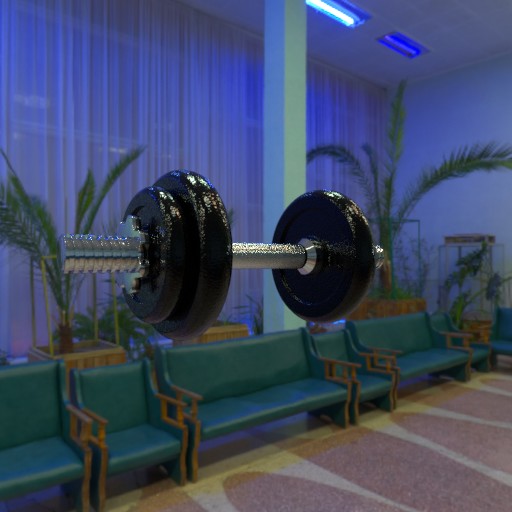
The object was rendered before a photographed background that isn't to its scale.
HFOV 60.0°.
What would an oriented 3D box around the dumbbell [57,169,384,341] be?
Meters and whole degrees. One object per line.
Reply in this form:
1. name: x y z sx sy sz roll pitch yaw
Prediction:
1. dumbbell: 0.000 0.000 0.599 0.497 0.202 0.202 1 -1 -37
